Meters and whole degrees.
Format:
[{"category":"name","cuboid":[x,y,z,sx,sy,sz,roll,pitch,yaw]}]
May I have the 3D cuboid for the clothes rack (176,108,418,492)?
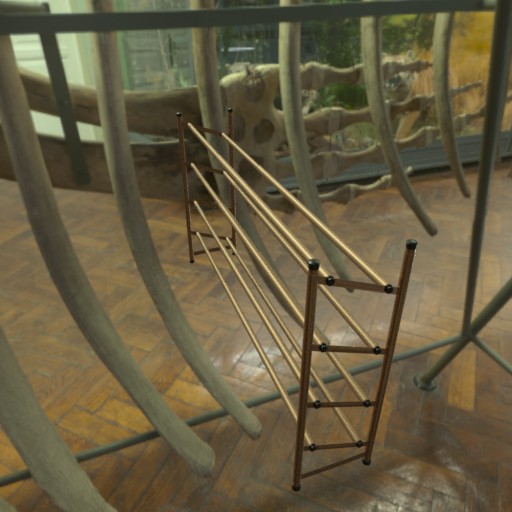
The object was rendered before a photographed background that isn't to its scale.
[{"category":"clothes rack","cuboid":[0.000,0.000,1.435,0.229,0.672,1.168,-11,33,-17]}]
